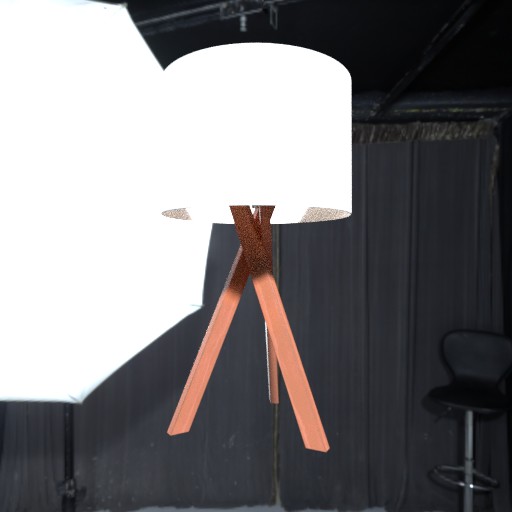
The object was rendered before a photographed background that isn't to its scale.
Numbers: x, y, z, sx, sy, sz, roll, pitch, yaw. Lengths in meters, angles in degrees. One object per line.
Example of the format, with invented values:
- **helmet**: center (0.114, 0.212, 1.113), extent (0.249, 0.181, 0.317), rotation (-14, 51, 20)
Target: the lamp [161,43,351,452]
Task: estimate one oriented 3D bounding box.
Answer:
- **lamp**: center (0.000, 0.000, 0.903), extent (0.380, 0.686, 0.380), rotation (0, 0, 0)
